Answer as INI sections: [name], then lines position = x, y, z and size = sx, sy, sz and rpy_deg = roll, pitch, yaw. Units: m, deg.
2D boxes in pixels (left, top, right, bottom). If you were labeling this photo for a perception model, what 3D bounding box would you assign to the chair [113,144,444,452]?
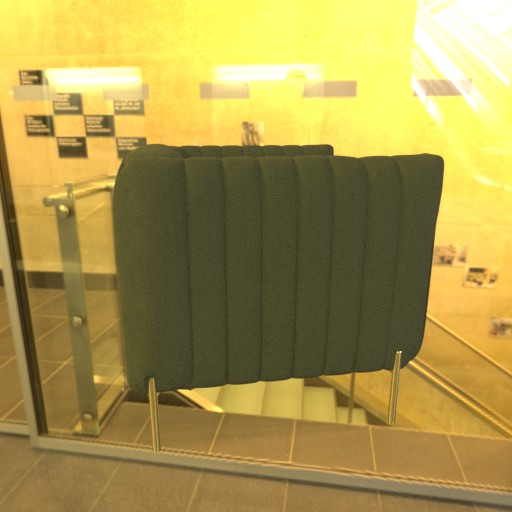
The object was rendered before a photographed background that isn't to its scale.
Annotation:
[chair]
position = 0.000, 0.000, 1.627
size = 0.877, 0.794, 1.032
rpy_deg = -3, 16, -10
